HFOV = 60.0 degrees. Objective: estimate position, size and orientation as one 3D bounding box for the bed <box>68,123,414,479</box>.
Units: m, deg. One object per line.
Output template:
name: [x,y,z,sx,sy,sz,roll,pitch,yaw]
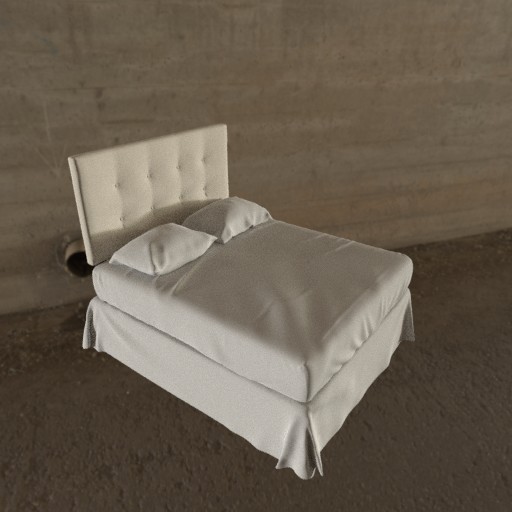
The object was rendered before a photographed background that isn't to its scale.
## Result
bed: [0.000,0.000,3.441,2.222,1.577,1.936,18,32,32]
